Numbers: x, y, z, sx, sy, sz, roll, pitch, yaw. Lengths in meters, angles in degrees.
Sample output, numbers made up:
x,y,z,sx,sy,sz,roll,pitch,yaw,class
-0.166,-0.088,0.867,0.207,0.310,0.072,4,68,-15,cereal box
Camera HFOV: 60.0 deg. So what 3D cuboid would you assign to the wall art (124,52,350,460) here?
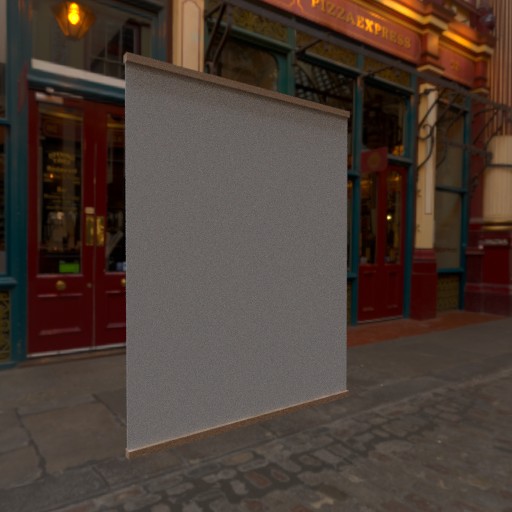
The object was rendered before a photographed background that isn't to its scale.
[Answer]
x,y,z,sx,sy,sz,roll,pitch,yaw,class
0.000,0.000,0.677,0.405,0.508,0.012,-1,1,-36,wall art
